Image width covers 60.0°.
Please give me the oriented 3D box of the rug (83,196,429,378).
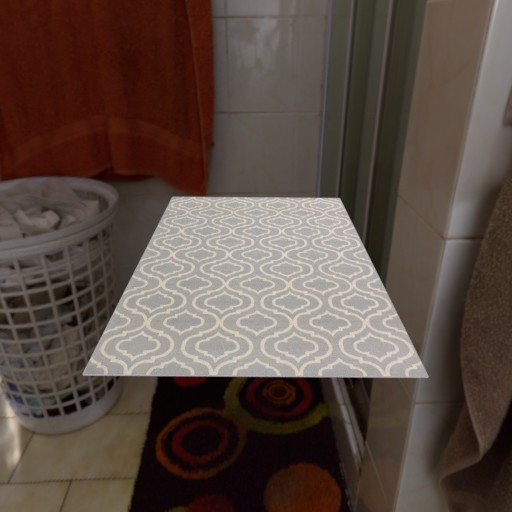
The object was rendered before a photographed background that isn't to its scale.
[{"bbox_3d":[0.000,0.000,2.236,1.141,0.015,1.749,0,27,0],"label":"rug"}]
